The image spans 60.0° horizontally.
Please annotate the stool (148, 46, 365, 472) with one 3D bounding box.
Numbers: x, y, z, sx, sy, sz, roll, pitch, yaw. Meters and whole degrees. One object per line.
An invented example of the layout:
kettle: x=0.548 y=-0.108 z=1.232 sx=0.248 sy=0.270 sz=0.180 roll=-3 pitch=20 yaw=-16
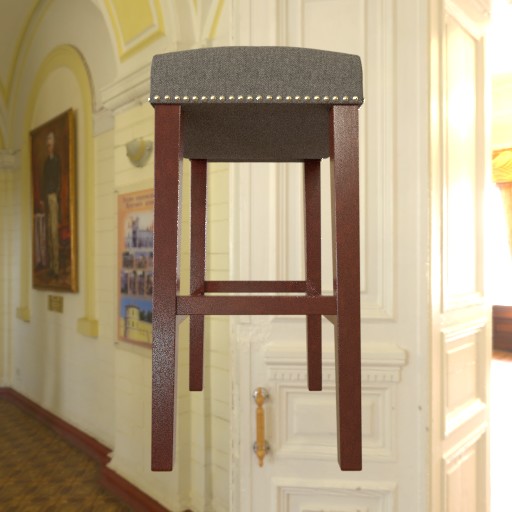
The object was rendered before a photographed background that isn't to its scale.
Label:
stool: x=0.000 y=0.000 z=1.000 sx=0.372 sy=0.742 sz=0.504 roll=0 pitch=0 yaw=0
